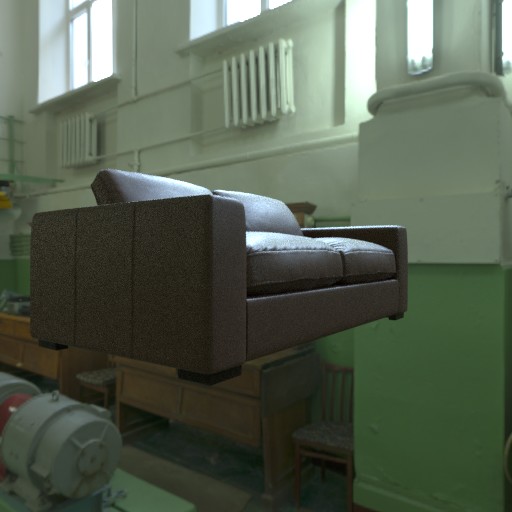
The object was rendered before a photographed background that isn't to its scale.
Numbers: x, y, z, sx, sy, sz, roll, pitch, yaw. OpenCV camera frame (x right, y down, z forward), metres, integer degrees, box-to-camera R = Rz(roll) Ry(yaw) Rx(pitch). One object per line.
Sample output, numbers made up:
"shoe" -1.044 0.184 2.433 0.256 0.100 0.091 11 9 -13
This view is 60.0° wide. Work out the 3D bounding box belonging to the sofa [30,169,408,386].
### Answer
"sofa" 0.000 0.000 2.385 1.070 0.800 1.920 0 0 36
